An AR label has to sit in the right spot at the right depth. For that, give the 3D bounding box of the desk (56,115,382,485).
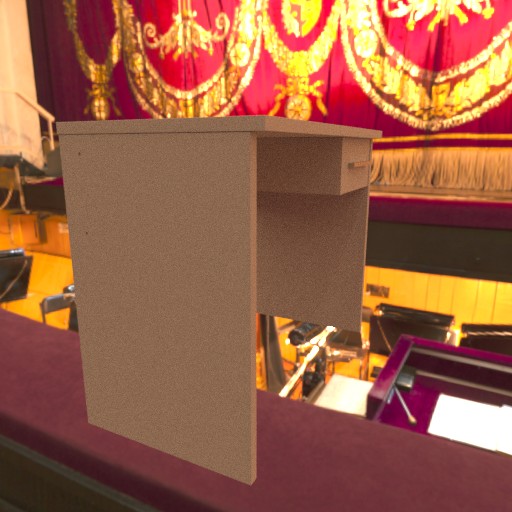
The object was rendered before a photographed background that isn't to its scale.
[{"bbox_3d":[0.000,0.000,1.311,0.498,0.729,0.900,7,16,26],"label":"desk"}]
